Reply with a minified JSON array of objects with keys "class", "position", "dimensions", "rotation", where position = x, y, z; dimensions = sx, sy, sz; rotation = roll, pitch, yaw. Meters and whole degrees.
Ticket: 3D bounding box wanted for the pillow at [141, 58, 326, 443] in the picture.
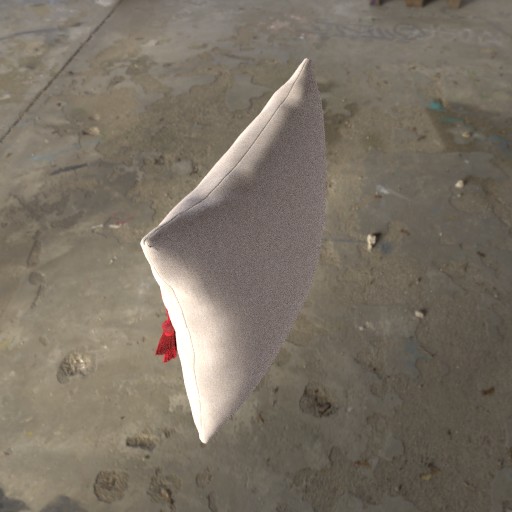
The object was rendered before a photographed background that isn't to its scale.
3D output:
[{"class":"pillow","position":[0.000,0.000,0.678],"dimensions":[0.173,0.436,0.433],"rotation":[18,49,16]}]
